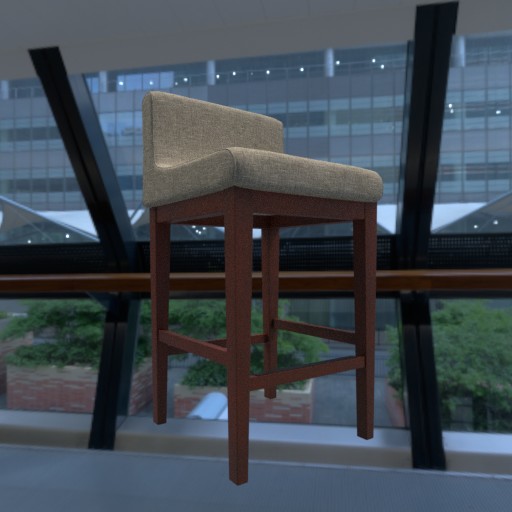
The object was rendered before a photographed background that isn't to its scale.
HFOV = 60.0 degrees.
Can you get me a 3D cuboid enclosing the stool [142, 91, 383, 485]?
[{"bbox_3d":[0.000,0.000,1.076,0.417,0.835,0.459,0,-1,-35],"label":"stool"}]
